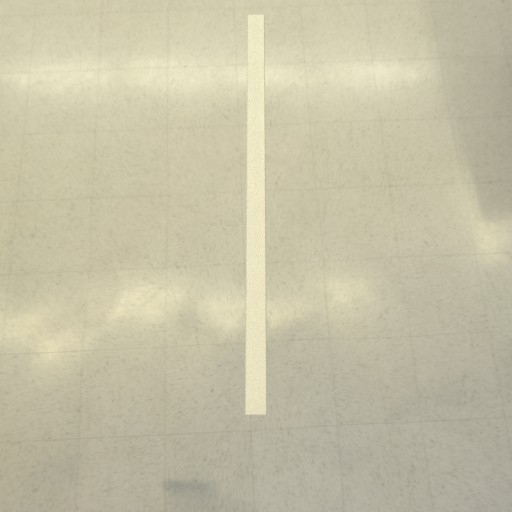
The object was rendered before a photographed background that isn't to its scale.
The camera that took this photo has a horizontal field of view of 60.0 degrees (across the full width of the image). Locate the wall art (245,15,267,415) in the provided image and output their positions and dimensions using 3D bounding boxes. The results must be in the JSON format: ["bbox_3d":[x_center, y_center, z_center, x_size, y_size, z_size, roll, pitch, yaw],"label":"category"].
[{"bbox_3d":[0.000,0.000,0.722,0.020,0.536,0.444,0,75,0],"label":"wall art"}]
